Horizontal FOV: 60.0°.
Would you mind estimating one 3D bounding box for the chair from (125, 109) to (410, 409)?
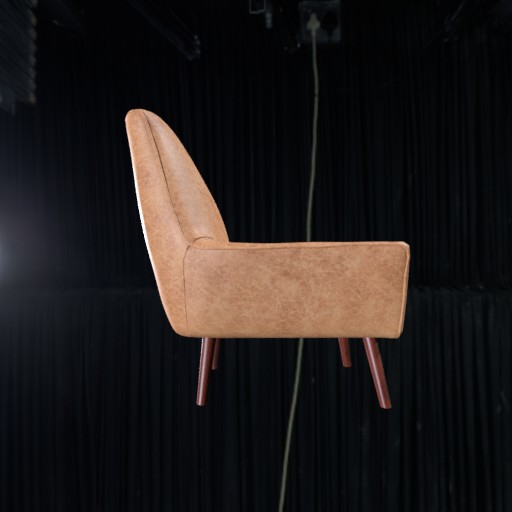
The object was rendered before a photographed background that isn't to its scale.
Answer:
[{"bbox_3d":[0.000,0.000,1.542,0.851,0.883,0.753,0,-1,-1],"label":"chair"}]
